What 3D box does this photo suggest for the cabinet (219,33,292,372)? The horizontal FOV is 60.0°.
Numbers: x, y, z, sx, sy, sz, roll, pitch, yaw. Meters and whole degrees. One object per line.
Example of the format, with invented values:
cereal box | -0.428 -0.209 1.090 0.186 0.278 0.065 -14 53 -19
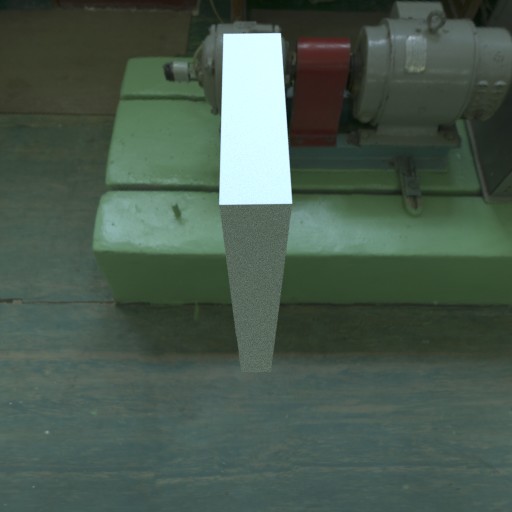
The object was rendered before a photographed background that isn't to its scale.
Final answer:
cabinet | 0.000 0.000 2.020 0.192 1.770 0.643 -1 62 0
